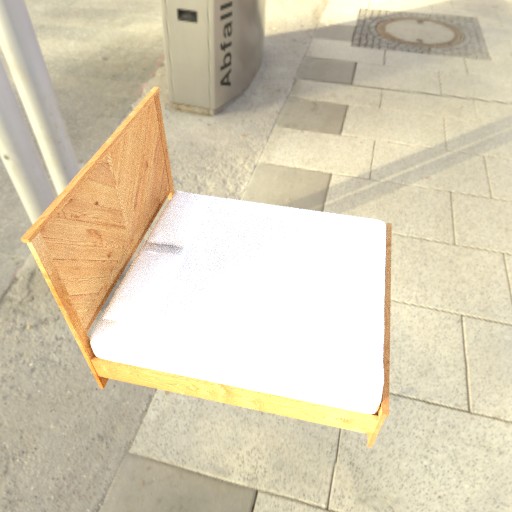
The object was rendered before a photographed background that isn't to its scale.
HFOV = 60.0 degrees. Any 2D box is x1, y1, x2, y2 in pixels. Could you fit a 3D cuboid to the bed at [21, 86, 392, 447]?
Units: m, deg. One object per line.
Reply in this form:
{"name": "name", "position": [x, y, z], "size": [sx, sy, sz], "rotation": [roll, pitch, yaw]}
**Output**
{"name": "bed", "position": [0.000, 0.000, 3.517], "size": [2.201, 1.686, 1.936], "rotation": [9, 46, 9]}
